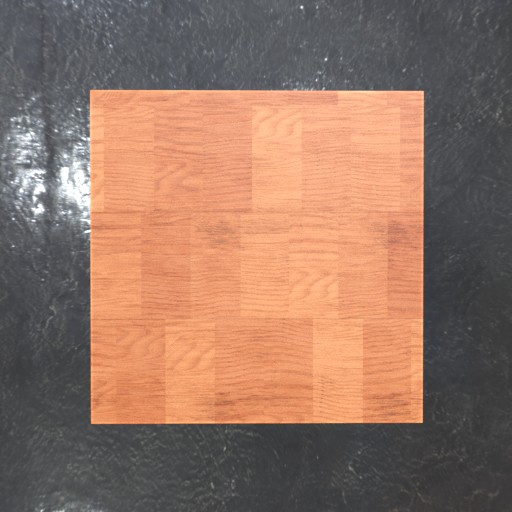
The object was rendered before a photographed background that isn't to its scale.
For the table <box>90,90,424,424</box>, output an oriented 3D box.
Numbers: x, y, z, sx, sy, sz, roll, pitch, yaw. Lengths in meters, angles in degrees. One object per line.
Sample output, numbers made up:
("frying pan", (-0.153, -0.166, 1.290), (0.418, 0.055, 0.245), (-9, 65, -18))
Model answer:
("table", (0.000, 0.000, 1.362), (0.747, 0.738, 0.747), (0, 91, 0))
